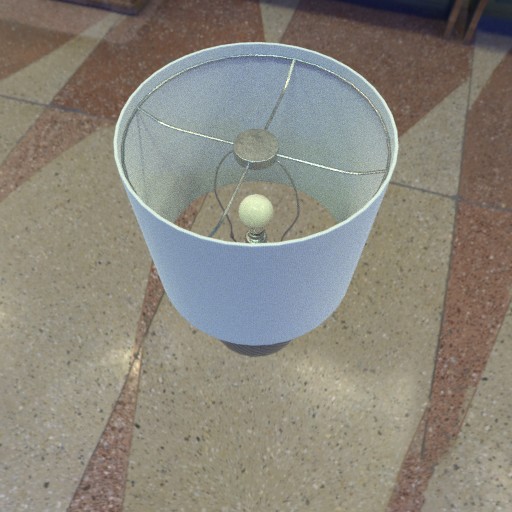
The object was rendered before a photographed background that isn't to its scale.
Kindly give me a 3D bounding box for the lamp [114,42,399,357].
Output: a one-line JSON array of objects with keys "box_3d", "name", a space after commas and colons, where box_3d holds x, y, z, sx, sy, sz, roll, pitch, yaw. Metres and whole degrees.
[{"box_3d": [0.000, 0.000, 0.482, 0.207, 0.366, 0.207, 17, 60, 10], "name": "lamp"}]
